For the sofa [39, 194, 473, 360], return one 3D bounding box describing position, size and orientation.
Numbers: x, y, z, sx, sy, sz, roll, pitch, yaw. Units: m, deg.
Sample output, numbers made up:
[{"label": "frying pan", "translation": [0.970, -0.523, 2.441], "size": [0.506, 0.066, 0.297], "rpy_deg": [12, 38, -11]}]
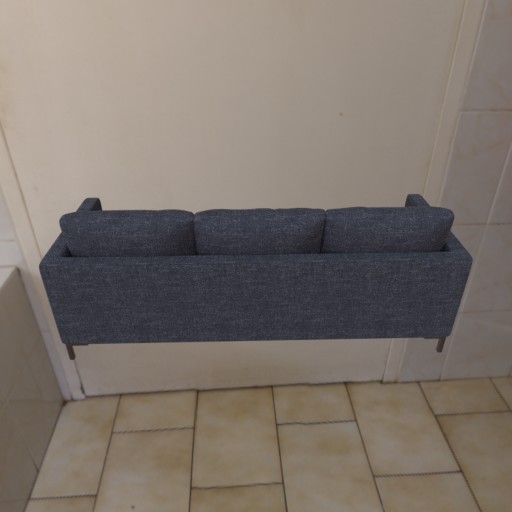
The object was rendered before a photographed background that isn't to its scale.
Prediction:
[{"label": "sofa", "translation": [0.000, 0.000, 2.711], "size": [2.218, 0.874, 0.859], "rpy_deg": [-1, 32, -1]}]
